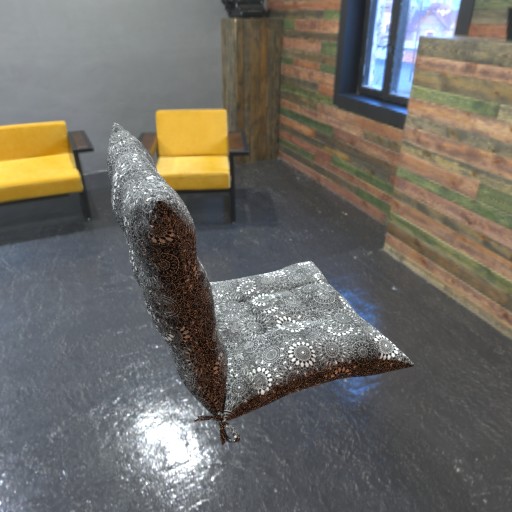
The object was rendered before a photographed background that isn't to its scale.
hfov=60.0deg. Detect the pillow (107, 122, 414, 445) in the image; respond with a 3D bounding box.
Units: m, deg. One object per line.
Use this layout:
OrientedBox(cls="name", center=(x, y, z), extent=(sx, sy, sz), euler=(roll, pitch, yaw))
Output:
OrientedBox(cls="pillow", center=(0.000, 0.000, 1.011), extent=(0.585, 0.536, 0.541), euler=(-11, 31, -19))
